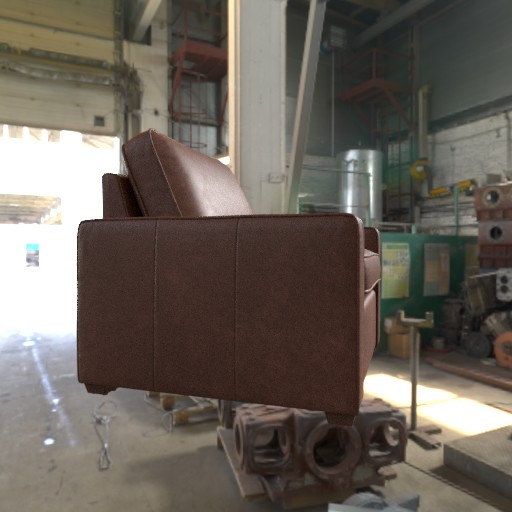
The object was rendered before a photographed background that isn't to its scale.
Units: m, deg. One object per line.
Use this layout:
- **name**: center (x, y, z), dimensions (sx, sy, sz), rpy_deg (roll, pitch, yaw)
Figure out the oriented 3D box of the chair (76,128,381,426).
- **chair**: center (0.000, 0.000, 1.782), dimensions (0.940, 0.919, 1.017), rpy_deg (0, 1, 19)
